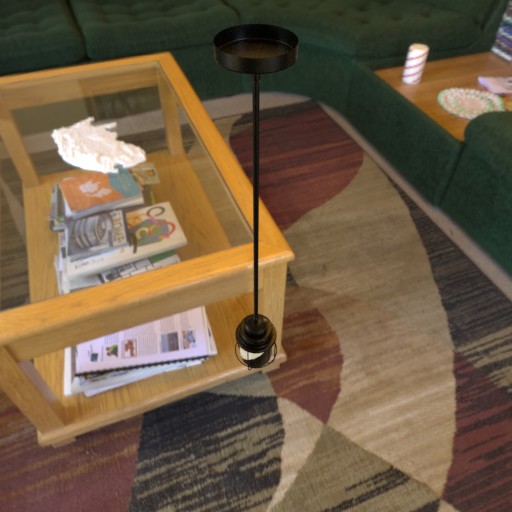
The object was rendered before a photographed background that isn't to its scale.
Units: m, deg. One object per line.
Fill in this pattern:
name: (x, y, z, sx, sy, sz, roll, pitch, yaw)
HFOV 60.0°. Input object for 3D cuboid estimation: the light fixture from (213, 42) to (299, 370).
light fixture: (0.000, 0.000, 0.978, 0.123, 0.920, 0.123, -31, 54, -25)
